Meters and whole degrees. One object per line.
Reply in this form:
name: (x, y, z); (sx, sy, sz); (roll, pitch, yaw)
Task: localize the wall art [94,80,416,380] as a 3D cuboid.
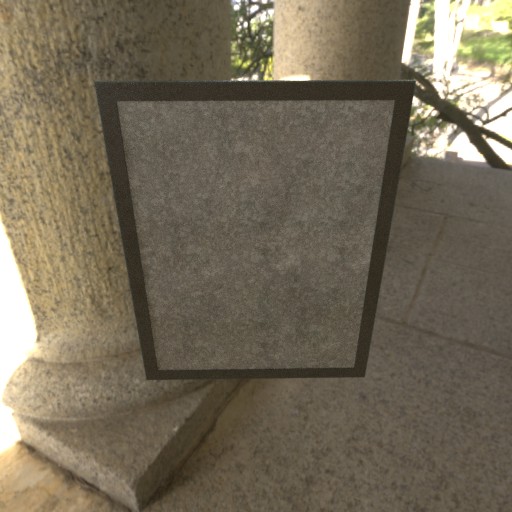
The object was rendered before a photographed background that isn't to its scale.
wall art: (0.000, 0.000, 1.318); (0.767, 0.983, 0.030); (-1, 31, -1)
